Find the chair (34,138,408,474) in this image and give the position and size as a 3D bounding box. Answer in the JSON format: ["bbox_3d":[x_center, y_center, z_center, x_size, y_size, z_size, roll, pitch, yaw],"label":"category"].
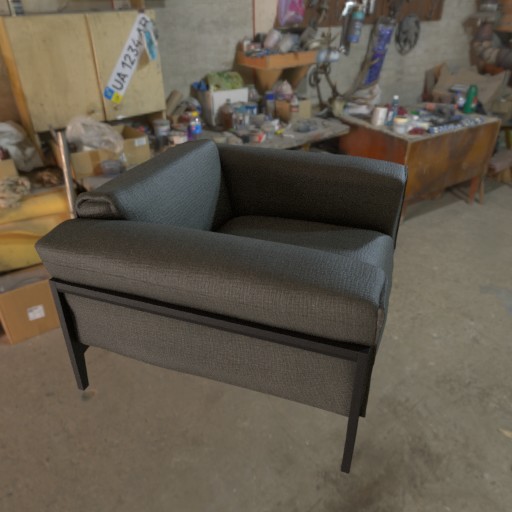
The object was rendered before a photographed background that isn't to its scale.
[{"bbox_3d":[0.000,0.000,1.611,0.969,0.646,1.056,10,31,17],"label":"chair"}]
